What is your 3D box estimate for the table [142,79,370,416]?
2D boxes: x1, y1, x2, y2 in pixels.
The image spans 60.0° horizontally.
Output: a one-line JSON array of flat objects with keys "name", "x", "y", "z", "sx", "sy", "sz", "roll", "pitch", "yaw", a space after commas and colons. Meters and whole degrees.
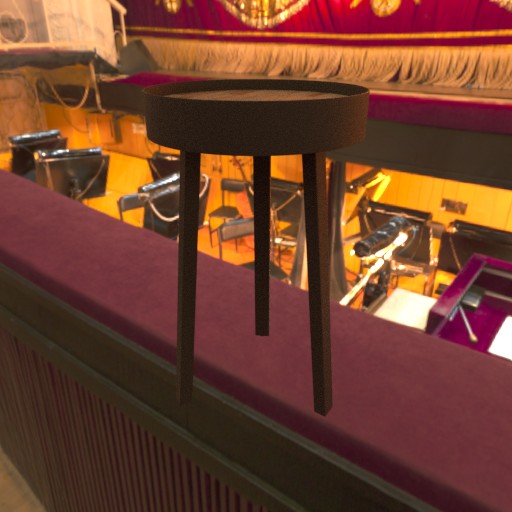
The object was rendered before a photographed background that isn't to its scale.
[{"name": "table", "x": 0.000, "y": 0.000, "z": 0.962, "sx": 0.406, "sy": 0.686, "sz": 0.406, "roll": 18, "pitch": 31, "yaw": 32}]
